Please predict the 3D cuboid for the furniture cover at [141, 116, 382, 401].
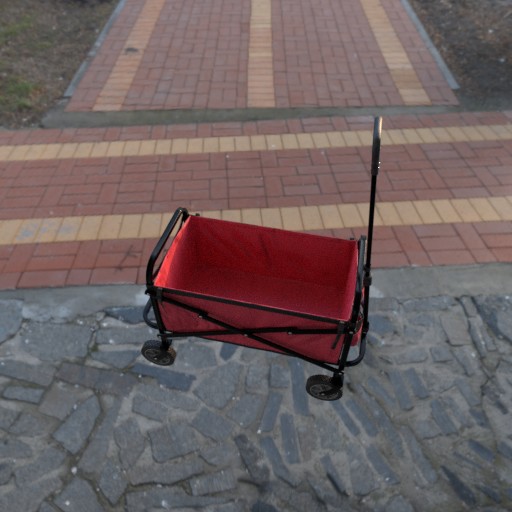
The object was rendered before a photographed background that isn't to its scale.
[{"bbox_3d":[0.000,0.000,1.829,1.038,1.295,0.532,9,46,9],"label":"furniture cover"}]
